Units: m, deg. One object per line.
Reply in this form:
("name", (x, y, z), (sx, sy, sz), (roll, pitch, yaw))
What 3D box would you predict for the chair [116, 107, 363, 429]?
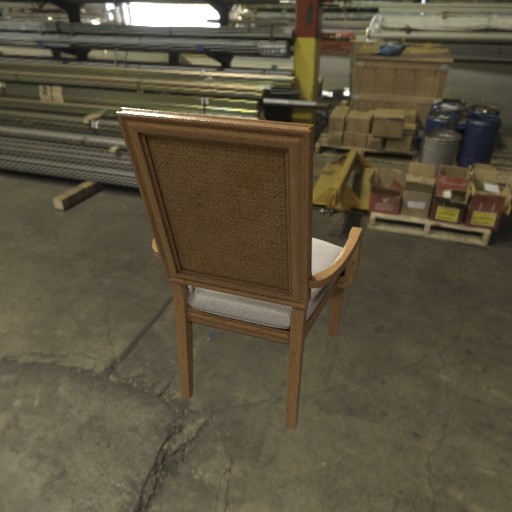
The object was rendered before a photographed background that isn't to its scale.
("chair", (0.000, 0.000, 1.373), (0.606, 0.990, 0.602), (10, 33, 16))
